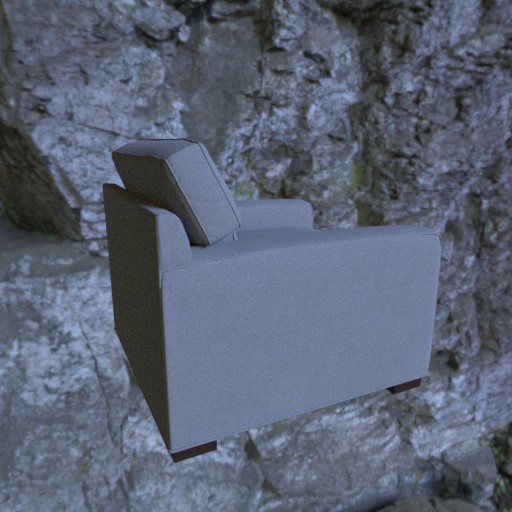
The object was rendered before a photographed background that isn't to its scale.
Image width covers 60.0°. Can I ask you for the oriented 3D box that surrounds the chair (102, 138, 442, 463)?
[{"bbox_3d":[0.000,0.000,1.827,1.044,0.934,0.999,-7,16,-25],"label":"chair"}]
